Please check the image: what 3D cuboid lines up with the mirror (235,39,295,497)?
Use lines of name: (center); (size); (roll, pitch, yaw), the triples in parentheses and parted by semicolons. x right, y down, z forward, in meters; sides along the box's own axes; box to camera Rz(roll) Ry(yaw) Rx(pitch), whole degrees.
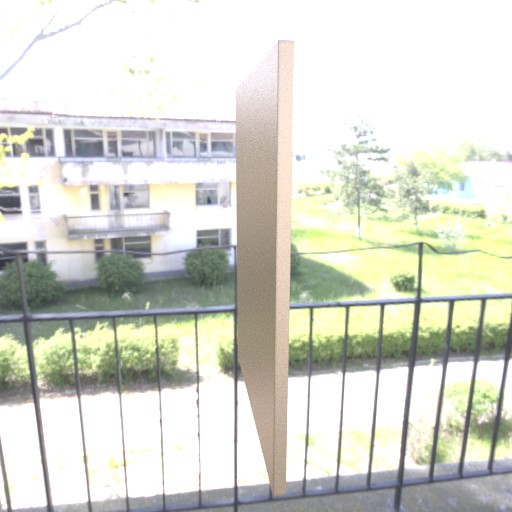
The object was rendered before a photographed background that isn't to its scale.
mirror: (0.000, 0.000, 1.319); (0.032, 1.023, 0.756); (-2, 14, -9)
